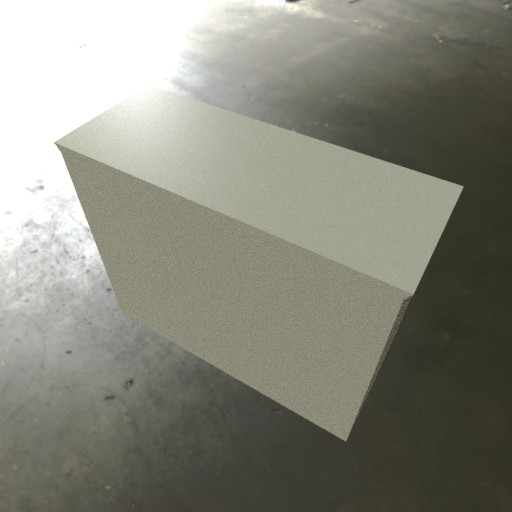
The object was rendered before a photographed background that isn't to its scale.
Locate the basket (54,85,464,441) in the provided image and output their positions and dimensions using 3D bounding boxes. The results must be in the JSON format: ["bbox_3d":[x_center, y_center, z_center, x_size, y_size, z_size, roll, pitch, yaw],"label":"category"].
[{"bbox_3d":[0.000,0.000,1.154,0.792,0.625,0.376,24,52,21],"label":"basket"}]
